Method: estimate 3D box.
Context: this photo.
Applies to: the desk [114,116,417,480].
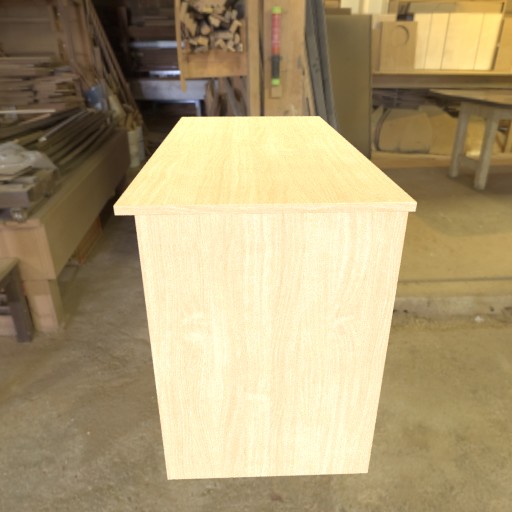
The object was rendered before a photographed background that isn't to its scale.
[{"bbox_3d":[0.000,0.000,1.469,0.560,0.735,1.097,-1,26,-2],"label":"desk"}]
